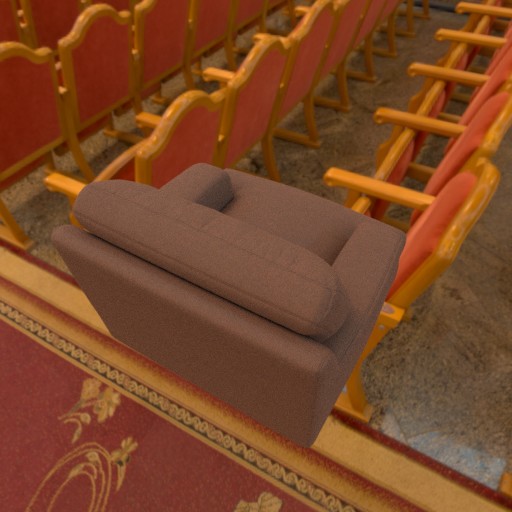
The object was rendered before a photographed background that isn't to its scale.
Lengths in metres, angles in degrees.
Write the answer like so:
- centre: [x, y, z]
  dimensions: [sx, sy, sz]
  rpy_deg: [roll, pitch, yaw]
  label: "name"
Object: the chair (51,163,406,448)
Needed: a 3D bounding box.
- centre: [0.000, 0.000, 1.987]
  dimensions: [1.168, 0.940, 1.143]
  rpy_deg: [23, 51, 20]
  label: "chair"
